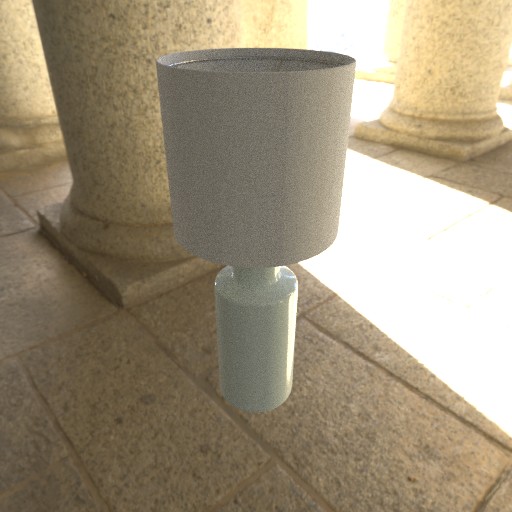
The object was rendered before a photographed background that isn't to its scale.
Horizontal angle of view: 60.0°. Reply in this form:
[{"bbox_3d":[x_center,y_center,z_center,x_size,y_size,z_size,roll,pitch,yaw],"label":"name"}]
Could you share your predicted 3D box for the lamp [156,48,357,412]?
[{"bbox_3d":[0.000,0.000,0.600,0.212,0.493,0.212,11,32,17],"label":"lamp"}]
